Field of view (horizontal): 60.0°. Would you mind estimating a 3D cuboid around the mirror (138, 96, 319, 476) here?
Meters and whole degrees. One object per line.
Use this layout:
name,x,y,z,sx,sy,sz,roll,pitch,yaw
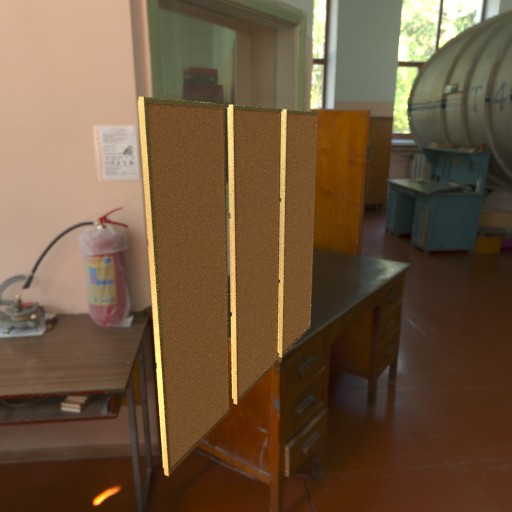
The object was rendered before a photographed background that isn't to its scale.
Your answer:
mirror,0.000,0.000,1.454,0.023,0.926,1.011,8,18,27
